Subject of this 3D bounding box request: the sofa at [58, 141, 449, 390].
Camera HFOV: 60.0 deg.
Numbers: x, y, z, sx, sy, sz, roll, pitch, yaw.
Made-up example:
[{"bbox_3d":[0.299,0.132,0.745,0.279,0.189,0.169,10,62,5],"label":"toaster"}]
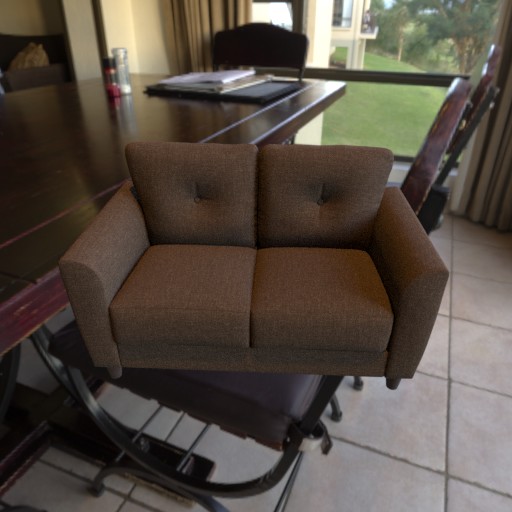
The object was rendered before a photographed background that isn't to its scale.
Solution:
[{"bbox_3d":[0.000,0.000,2.028,1.423,0.885,0.851,2,30,3],"label":"sofa"}]
